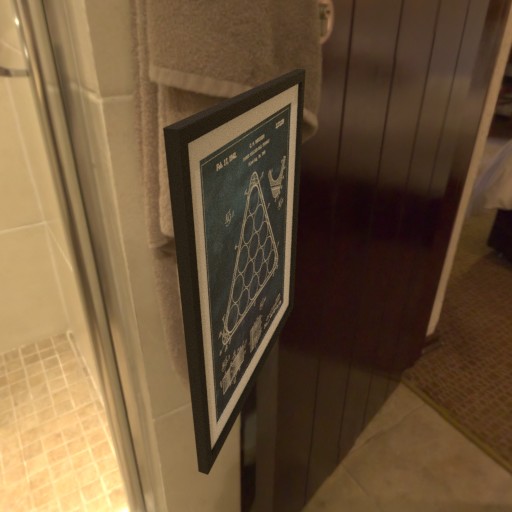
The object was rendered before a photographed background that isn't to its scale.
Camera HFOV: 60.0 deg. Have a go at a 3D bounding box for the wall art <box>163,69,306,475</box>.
[{"bbox_3d":[0.000,0.000,1.213,0.028,0.863,0.755,11,32,18],"label":"wall art"}]
